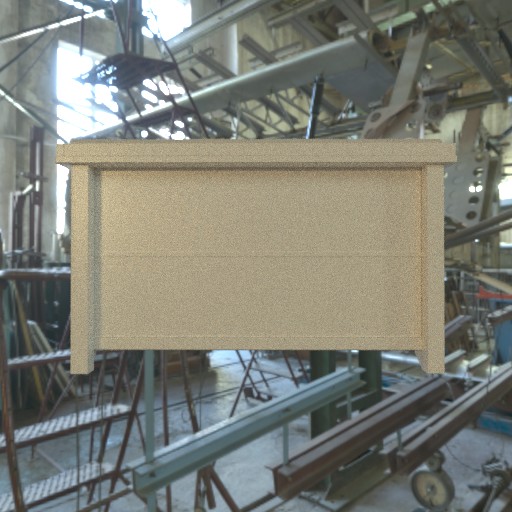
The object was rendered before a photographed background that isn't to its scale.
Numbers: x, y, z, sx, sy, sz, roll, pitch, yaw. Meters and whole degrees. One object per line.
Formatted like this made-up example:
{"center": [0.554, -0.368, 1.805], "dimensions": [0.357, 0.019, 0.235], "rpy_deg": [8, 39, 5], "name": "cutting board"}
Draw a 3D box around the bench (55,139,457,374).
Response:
{"center": [0.000, 0.000, 1.259], "dimensions": [0.987, 0.589, 0.346], "rpy_deg": [0, 0, 0], "name": "bench"}
